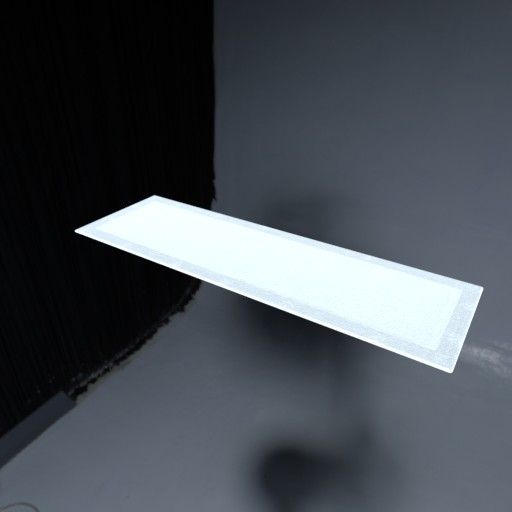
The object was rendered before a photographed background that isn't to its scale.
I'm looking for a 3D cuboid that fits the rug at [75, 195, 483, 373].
[{"bbox_3d":[0.000,0.000,2.687,2.430,0.012,0.759,18,34,28],"label":"rug"}]
